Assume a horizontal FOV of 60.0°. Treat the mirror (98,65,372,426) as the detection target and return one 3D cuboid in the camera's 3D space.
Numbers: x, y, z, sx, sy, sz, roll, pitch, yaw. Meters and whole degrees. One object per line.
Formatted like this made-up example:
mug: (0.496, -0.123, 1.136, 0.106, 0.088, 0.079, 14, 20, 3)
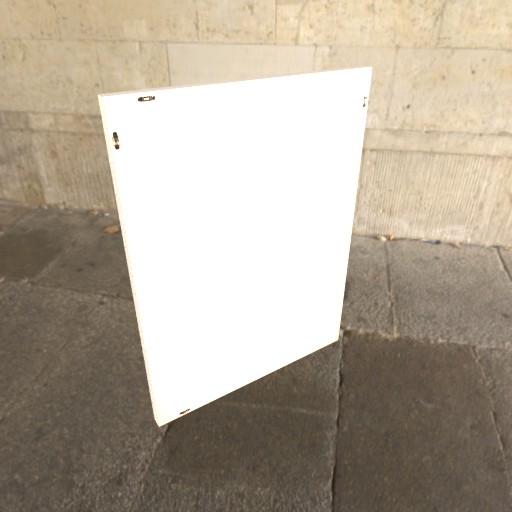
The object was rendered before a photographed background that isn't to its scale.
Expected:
mirror: (0.000, 0.000, 1.350, 0.762, 1.016, 0.040, -18, 35, -28)
